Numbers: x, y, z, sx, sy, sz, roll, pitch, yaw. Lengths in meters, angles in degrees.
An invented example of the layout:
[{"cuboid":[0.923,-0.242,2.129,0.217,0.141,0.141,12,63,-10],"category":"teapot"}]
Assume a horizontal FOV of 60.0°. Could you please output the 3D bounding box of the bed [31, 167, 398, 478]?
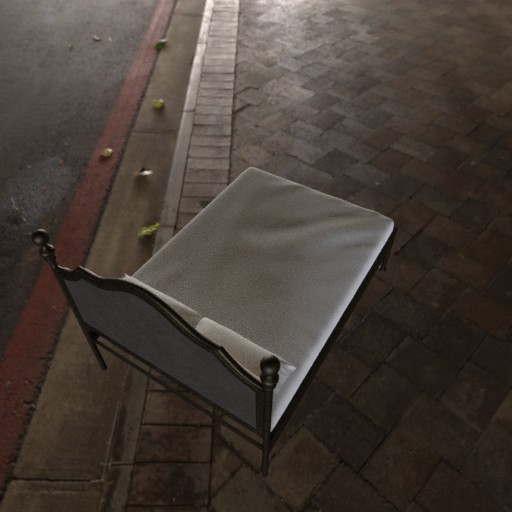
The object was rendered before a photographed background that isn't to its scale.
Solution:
[{"cuboid":[0.000,0.000,3.231,1.533,1.462,2.170,25,52,21],"category":"bed"}]
